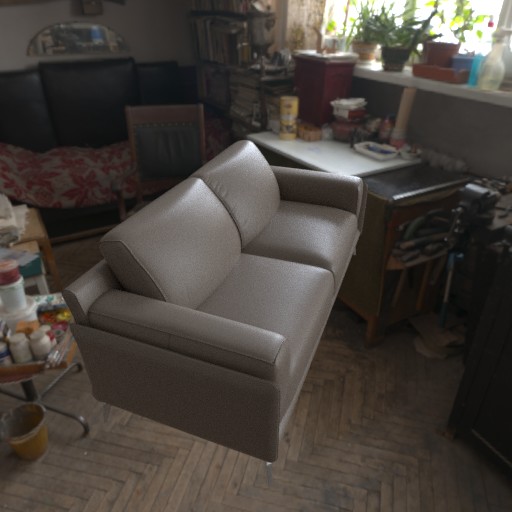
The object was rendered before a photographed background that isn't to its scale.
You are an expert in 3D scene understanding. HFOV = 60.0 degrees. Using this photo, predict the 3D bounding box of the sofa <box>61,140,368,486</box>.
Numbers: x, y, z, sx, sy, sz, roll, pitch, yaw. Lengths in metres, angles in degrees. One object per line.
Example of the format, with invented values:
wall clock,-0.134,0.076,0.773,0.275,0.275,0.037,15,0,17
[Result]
sofa,0.000,0.000,2.585,1.049,0.930,2.101,11,33,18
